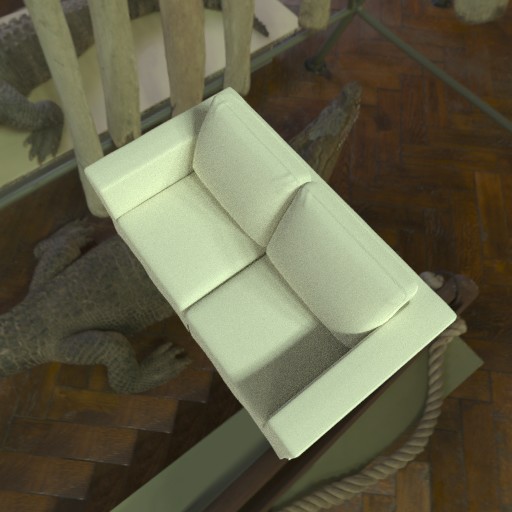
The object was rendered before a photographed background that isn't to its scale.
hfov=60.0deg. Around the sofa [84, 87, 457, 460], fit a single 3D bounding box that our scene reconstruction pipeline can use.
[{"bbox_3d":[0.000,0.000,2.402,1.009,0.932,1.813,-35,70,-15],"label":"sofa"}]
